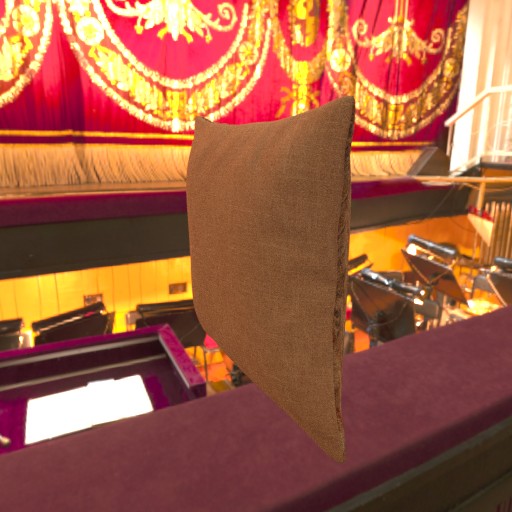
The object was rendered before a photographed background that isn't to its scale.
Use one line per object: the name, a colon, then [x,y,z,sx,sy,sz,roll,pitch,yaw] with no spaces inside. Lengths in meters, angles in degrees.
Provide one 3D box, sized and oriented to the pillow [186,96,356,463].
pillow: [0.000,0.000,0.798,0.166,0.506,0.523,-7,16,-27]
